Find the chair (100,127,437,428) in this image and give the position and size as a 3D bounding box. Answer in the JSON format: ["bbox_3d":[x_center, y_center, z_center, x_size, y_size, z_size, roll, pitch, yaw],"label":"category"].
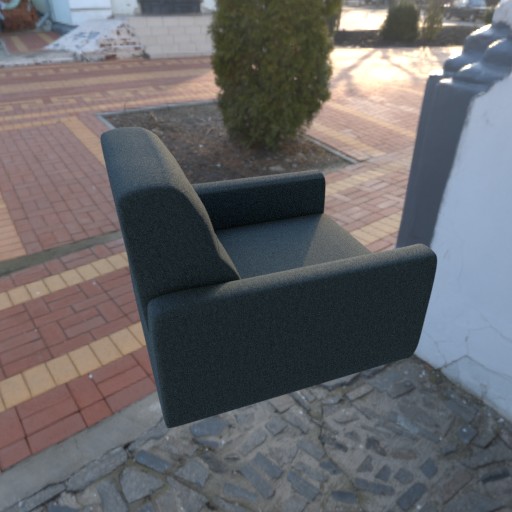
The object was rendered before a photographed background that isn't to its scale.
[{"bbox_3d":[0.000,0.000,1.698,0.964,0.940,0.880,-11,33,-17],"label":"chair"}]
